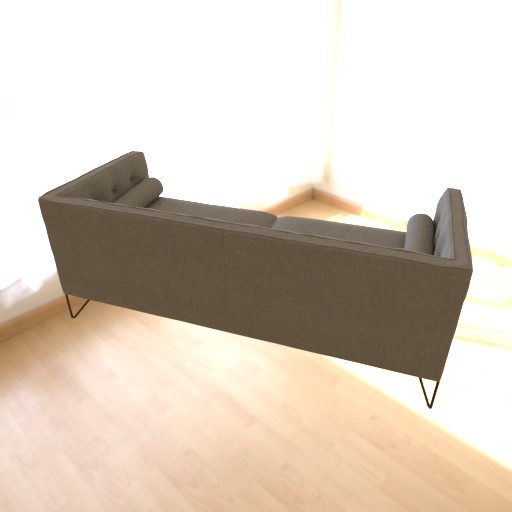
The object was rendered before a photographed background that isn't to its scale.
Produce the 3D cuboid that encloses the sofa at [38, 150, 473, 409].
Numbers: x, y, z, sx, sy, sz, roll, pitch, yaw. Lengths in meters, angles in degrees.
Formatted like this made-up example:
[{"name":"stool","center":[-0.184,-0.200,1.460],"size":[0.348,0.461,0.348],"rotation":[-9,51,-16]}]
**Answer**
[{"name":"sofa","center":[0.000,0.000,2.518],"size":[2.079,0.798,0.912],"rotation":[10,32,17]}]
